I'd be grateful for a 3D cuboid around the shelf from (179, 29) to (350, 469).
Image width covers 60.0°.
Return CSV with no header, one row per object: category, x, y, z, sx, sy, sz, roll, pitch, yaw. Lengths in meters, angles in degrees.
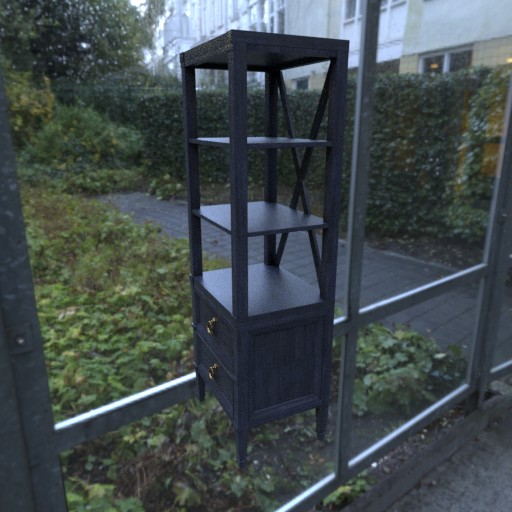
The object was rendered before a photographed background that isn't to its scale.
shelf,0.000,0.000,2.006,0.472,1.727,0.584,-8,19,-25
